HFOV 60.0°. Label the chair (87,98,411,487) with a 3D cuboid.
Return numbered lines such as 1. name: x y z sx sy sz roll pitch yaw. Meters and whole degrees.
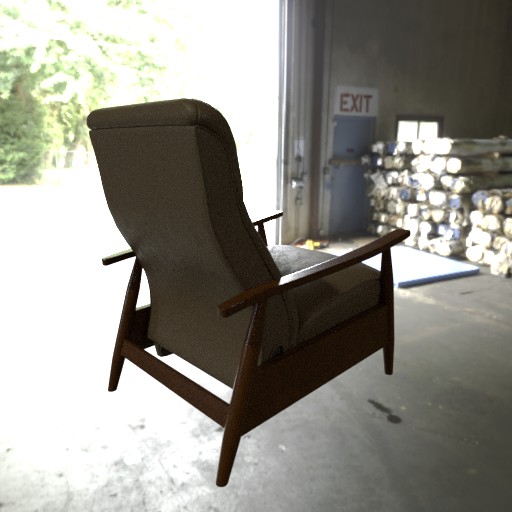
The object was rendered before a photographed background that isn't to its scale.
1. chair: 0.000 0.000 1.732 1.014 1.082 0.762 -13 19 -42
